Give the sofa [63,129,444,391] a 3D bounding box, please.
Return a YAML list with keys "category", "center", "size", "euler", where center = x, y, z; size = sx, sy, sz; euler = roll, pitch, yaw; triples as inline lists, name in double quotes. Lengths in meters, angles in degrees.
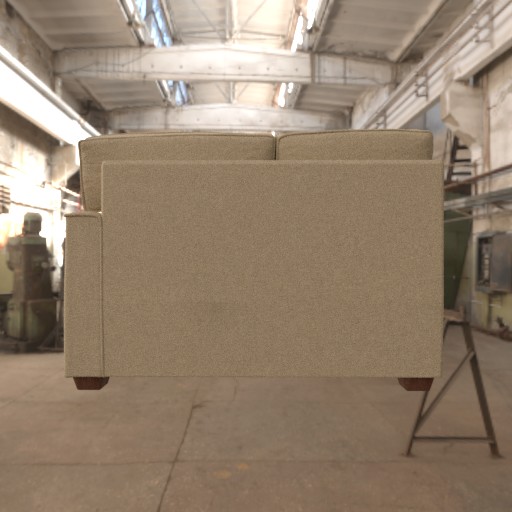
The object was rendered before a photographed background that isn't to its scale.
- category: "sofa"
  center: [0.000, 0.000, 2.054]
  size: [1.388, 0.989, 0.991]
  euler: [0, 0, 1]
